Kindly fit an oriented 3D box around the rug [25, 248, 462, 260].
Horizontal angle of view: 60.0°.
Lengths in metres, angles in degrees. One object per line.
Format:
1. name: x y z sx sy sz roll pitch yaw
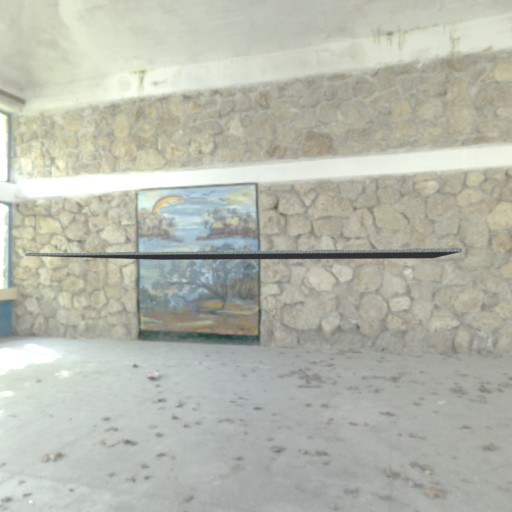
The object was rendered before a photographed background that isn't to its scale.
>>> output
1. rug: 0.000 0.000 2.329 1.829 0.014 1.235 0 -1 18
